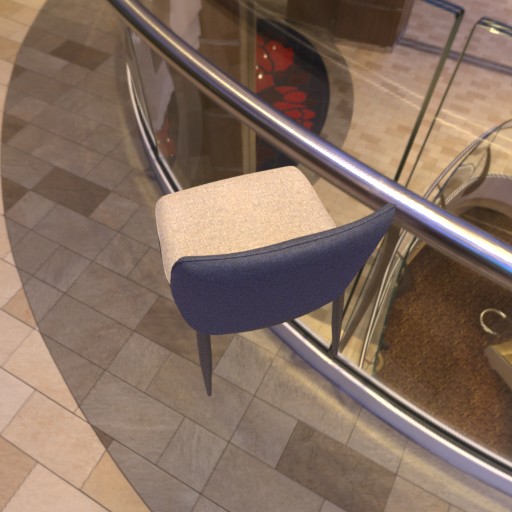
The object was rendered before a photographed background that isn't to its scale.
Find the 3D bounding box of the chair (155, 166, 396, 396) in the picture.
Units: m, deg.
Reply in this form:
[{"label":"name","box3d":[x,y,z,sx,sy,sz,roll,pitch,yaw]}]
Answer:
[{"label":"chair","box3d":[0.000,0.000,1.174,0.480,0.839,0.551,-15,58,-10]}]
